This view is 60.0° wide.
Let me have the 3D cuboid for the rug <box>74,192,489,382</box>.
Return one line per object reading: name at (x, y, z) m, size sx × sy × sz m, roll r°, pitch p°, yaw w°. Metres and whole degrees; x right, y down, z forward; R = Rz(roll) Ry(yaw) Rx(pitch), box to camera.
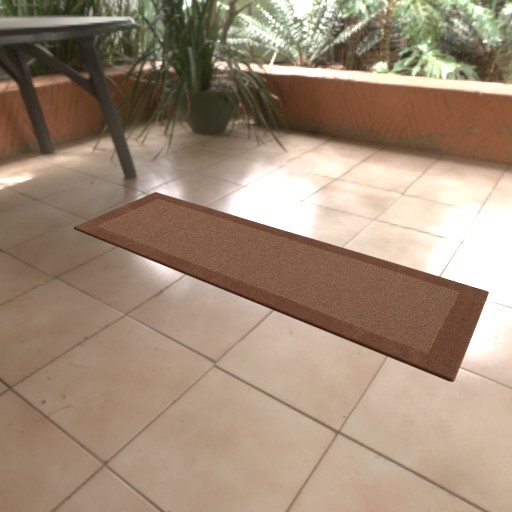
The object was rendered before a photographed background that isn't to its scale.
rug at (0.000, 0.000, 2.638) m, size 2.439 × 0.017 × 0.764 m, roll 19°, pitch 35°, yaw 29°
